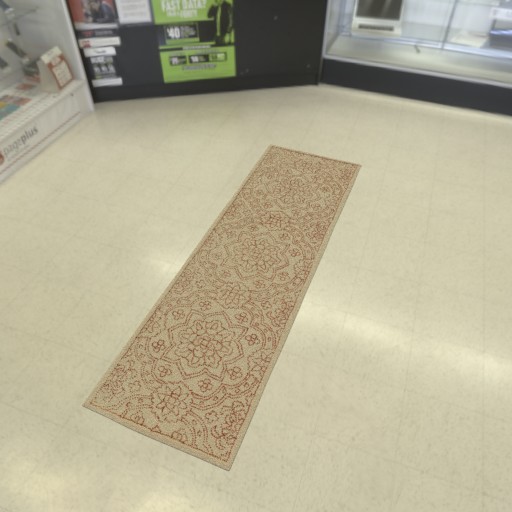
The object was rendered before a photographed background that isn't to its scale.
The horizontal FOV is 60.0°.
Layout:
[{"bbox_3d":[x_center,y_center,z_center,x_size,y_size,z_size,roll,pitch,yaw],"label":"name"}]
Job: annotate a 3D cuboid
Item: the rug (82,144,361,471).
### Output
[{"bbox_3d":[0.000,0.000,2.764,0.769,0.012,2.448,17,48,15],"label":"rug"}]
